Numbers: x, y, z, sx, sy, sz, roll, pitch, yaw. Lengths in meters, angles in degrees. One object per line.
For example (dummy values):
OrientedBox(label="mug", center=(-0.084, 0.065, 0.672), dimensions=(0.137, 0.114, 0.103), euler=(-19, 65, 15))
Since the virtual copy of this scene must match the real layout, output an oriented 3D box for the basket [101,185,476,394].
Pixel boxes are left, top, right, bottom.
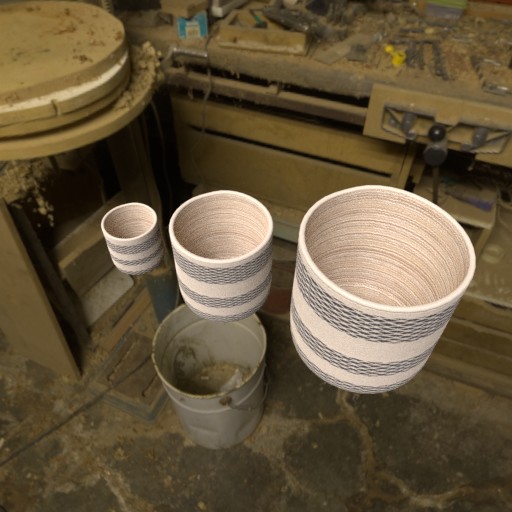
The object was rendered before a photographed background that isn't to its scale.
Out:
OrientedBox(label="basket", center=(0.000, 0.000, 1.095), dimensions=(0.917, 0.356, 0.351), euler=(18, 50, 16))
